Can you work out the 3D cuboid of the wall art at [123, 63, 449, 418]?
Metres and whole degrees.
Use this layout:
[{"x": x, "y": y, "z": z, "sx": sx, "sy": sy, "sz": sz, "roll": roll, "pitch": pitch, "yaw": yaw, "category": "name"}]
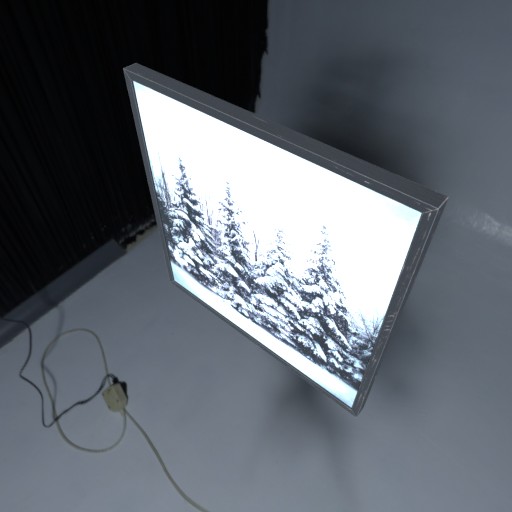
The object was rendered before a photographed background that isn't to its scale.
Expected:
[{"x": 0.000, "y": 0.000, "z": 1.131, "sx": 0.761, "sy": 0.761, "sz": 0.037, "roll": 31, "pitch": 54, "yaw": 26, "category": "wall art"}]
